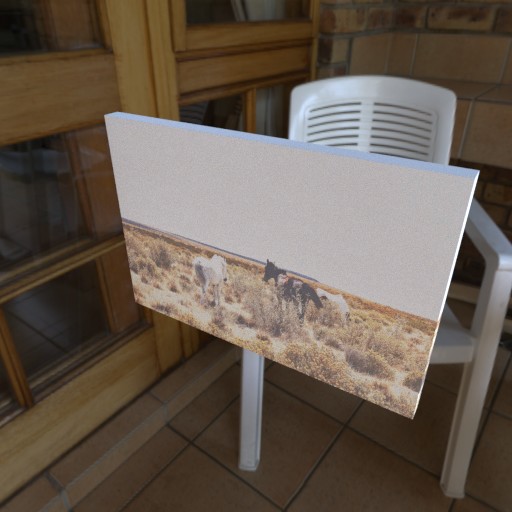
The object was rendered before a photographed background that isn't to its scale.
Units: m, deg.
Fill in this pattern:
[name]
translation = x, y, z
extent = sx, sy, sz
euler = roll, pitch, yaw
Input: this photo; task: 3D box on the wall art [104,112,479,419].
[wall art]
translation = 0.000, 0.000, 1.139
extent = 0.914, 0.610, 0.050
euler = 17, 34, 27
